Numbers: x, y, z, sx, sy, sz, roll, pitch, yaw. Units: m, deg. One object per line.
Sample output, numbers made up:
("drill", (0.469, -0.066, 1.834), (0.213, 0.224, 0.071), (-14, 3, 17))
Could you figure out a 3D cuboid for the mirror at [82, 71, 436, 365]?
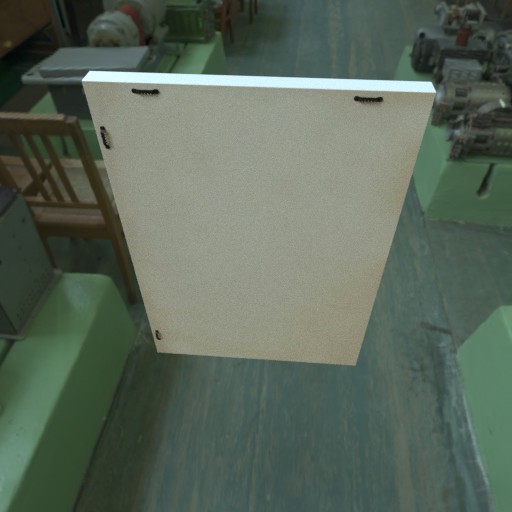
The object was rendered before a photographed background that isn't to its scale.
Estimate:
("mirror", (0.000, 0.000, 0.892), (0.507, 0.710, 0.040), (3, 45, 3))
